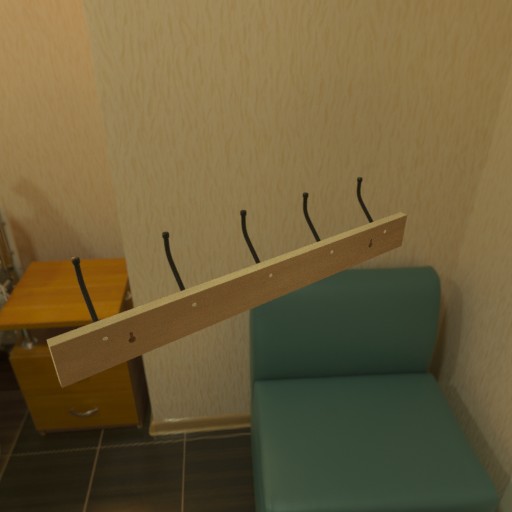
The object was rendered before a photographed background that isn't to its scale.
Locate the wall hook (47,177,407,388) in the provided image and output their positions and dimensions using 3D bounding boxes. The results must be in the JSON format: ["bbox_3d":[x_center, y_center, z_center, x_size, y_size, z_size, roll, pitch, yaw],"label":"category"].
[{"bbox_3d":[0.000,0.000,0.628,0.571,0.117,0.071,-19,35,-30],"label":"wall hook"}]
